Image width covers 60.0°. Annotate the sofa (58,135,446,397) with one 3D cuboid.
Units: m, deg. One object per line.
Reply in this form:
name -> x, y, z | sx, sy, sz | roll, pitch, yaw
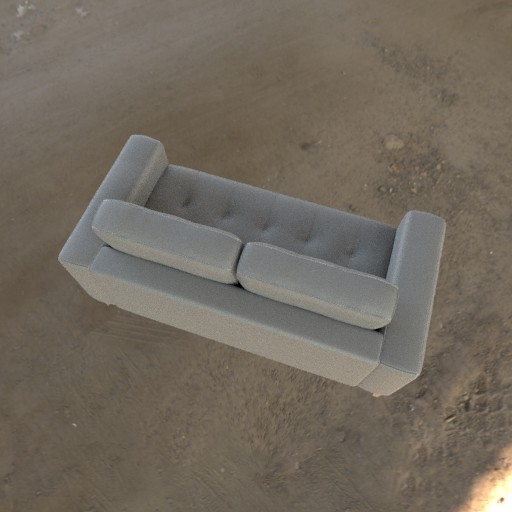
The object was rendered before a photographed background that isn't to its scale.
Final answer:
sofa -> 0.000, 0.000, 2.275 | 1.726, 0.892, 0.833 | 17, 64, 8
